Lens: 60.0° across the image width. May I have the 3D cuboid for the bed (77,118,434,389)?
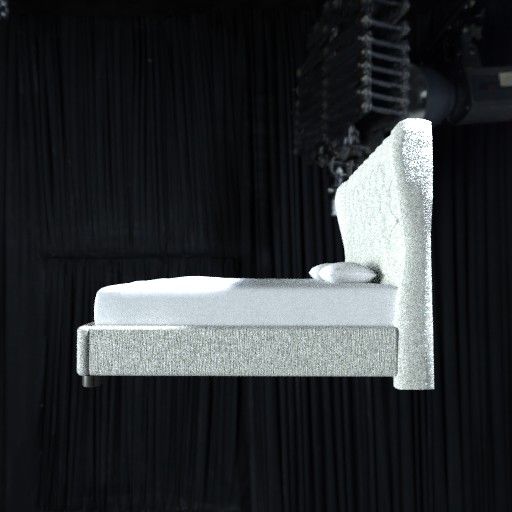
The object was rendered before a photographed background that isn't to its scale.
[{"bbox_3d":[0.000,0.000,3.953,2.347,1.771,2.219,0,-2,1],"label":"bed"}]
